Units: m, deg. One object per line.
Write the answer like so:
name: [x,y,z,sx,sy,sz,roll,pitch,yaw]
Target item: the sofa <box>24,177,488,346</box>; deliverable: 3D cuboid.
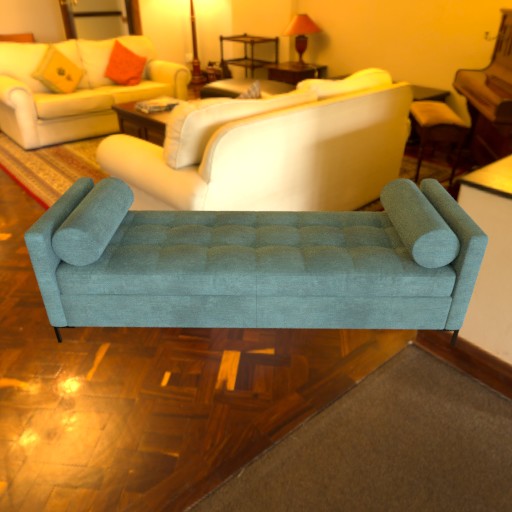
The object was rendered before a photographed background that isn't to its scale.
sofa: [0.000,0.000,2.316,1.981,0.635,0.686,0,31,1]
